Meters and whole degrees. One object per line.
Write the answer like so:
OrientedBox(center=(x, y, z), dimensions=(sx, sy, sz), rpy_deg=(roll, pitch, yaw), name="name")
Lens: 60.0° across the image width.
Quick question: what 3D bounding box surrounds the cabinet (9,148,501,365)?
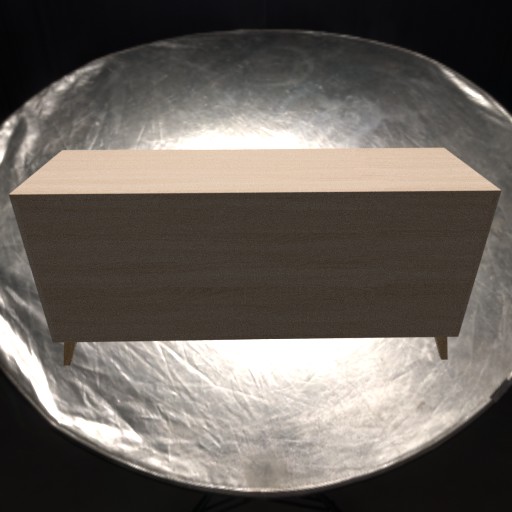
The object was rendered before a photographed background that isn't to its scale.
OrientedBox(center=(0.000, 0.000, 1.894), dimensions=(1.649, 0.780, 0.500), rpy_deg=(-1, 30, -1), name="cabinet")
